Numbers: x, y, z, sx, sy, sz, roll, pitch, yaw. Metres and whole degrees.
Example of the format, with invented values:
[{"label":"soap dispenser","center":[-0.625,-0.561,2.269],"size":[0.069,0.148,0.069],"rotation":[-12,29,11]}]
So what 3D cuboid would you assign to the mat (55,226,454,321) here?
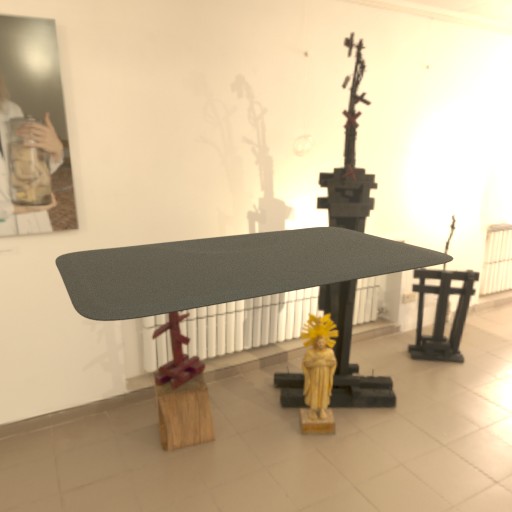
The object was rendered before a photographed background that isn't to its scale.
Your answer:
[{"label":"mat","center":[0.000,0.000,1.890],"size":[1.524,0.013,0.918],"rotation":[-7,16,-27]}]
